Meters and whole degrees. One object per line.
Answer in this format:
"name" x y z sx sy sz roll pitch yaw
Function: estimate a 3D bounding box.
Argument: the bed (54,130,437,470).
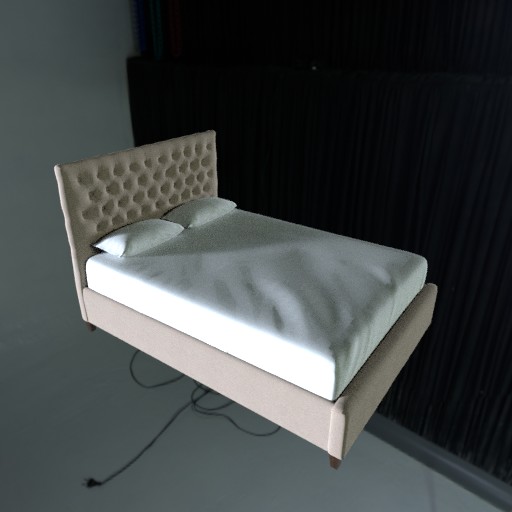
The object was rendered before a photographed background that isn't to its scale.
"bed" 0.000 0.000 3.431 2.387 1.427 1.698 18 31 32
